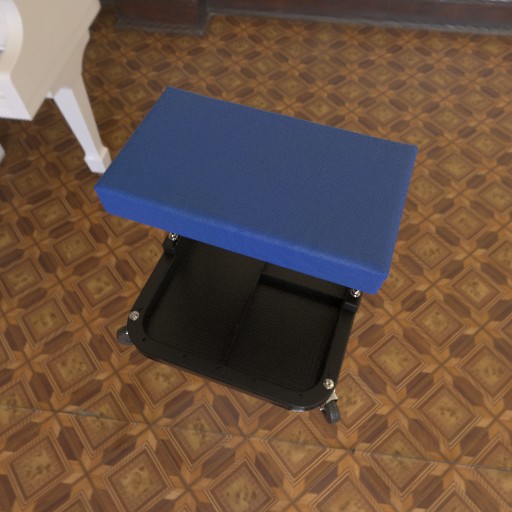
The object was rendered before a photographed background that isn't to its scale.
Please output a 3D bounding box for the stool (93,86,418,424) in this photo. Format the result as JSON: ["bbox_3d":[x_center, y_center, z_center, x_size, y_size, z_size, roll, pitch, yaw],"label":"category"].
[{"bbox_3d":[0.000,0.000,0.714,0.446,0.380,0.371,17,59,10],"label":"stool"}]
